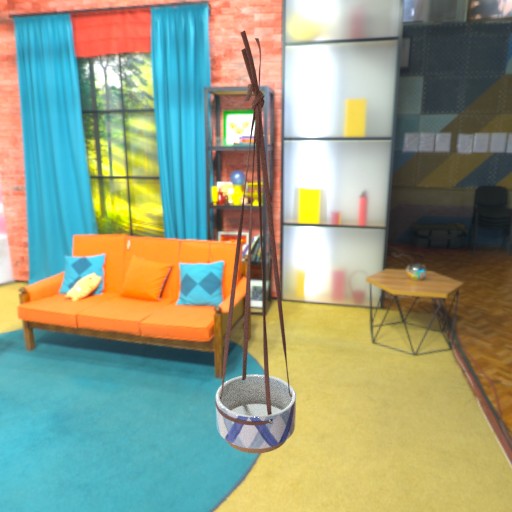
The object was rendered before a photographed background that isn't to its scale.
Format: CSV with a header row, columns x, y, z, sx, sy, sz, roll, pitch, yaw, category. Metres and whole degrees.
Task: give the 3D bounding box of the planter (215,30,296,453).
x,y,z,sx,sy,sz,roll,pitch,yaw,category
0.000,0.000,0.830,0.166,0.751,0.166,-7,15,-26,planter
